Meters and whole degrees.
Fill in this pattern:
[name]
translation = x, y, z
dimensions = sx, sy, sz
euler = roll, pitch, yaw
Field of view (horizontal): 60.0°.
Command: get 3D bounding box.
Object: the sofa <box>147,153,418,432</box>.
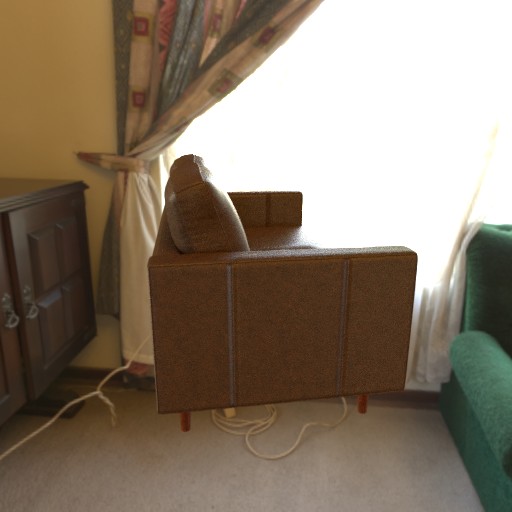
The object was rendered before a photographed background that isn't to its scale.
[sofa]
translation = 0.000, 0.000, 2.188
dimensions = 0.909, 0.951, 1.578
euler = -3, 16, -9
